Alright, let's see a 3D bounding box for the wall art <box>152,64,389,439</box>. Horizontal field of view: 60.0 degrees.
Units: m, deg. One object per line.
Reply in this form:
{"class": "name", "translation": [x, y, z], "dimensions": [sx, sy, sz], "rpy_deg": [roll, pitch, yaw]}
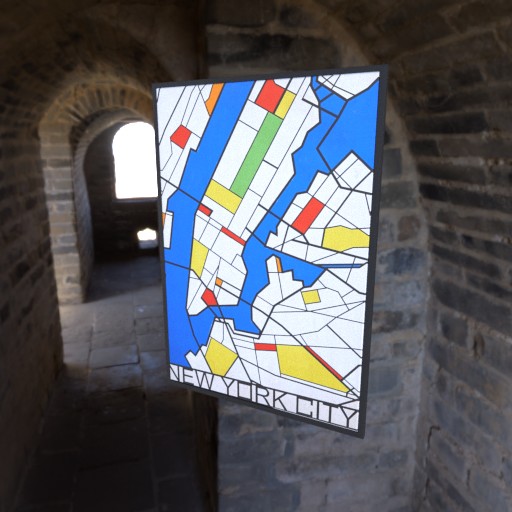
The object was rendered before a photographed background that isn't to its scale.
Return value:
{"class": "wall art", "translation": [0.000, 0.000, 0.866], "dimensions": [0.460, 0.660, 0.013], "rpy_deg": [7, 15, 26]}
